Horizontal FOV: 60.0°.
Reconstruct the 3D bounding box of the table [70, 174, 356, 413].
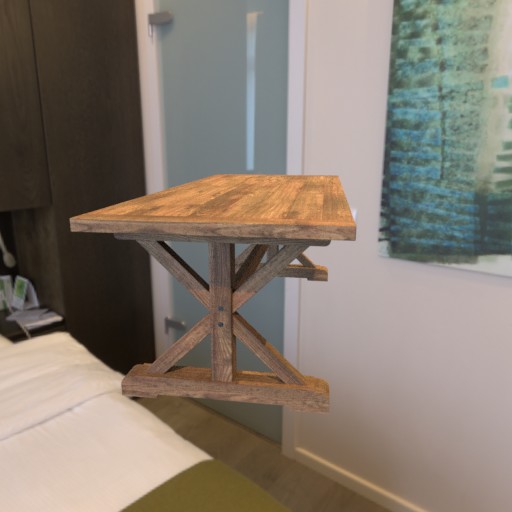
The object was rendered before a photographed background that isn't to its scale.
[{"bbox_3d":[0.000,0.000,2.427,0.907,0.733,2.031,2,15,8],"label":"table"}]
